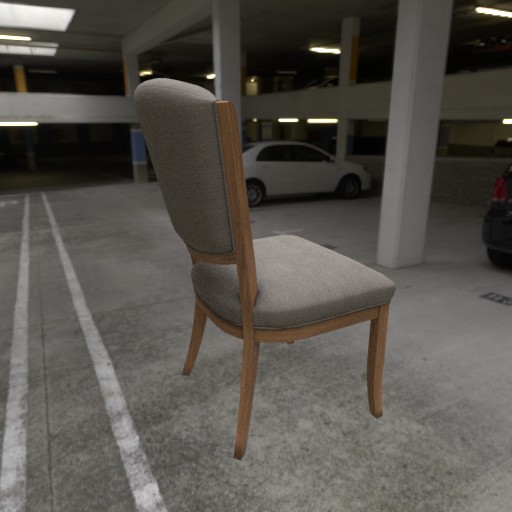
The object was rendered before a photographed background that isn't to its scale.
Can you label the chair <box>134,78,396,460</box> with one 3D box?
[{"bbox_3d":[0.000,0.000,1.242,0.584,0.905,0.513,-9,19,-26],"label":"chair"}]
